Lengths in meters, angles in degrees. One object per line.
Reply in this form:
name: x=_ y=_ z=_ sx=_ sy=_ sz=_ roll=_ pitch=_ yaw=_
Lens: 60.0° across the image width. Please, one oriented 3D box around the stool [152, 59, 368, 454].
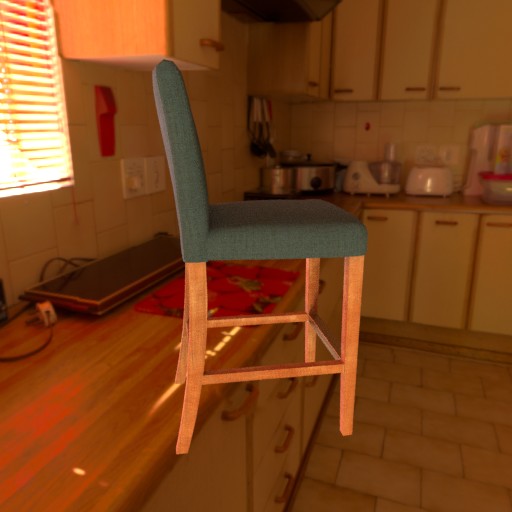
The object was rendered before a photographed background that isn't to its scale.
stool: x=0.000 y=0.000 z=1.408 sx=0.574 sy=1.088 sz=0.454 roll=-3 pitch=17 yaw=-10
